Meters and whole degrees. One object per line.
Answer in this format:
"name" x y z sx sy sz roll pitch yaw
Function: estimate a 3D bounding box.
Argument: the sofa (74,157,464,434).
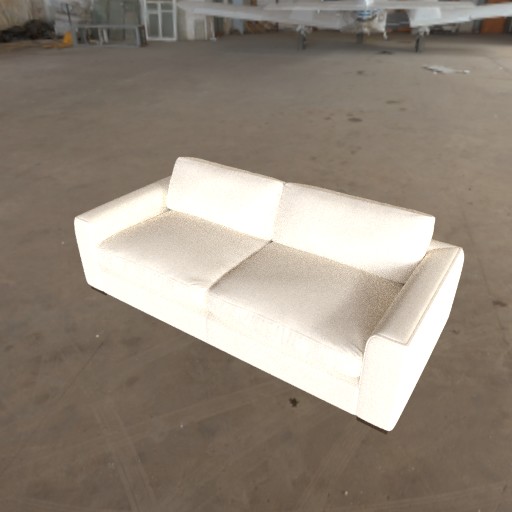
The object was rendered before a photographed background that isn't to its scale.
"sofa" 0.000 0.000 2.819 2.262 0.801 1.070 19 36 29
